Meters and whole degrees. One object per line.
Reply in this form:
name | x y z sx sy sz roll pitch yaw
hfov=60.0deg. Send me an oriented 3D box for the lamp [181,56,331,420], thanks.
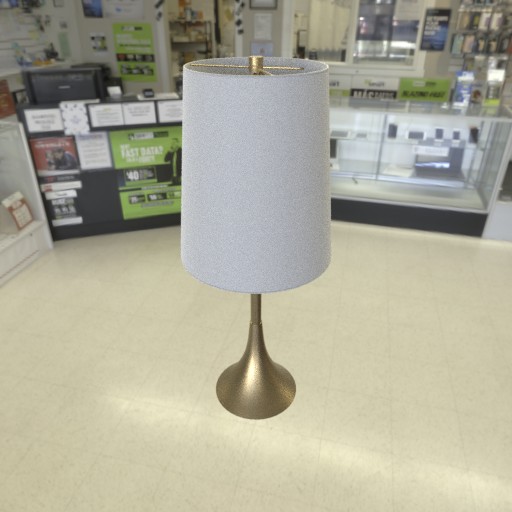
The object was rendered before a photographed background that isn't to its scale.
lamp | 0.000 0.000 0.690 0.231 0.569 0.231 0 30 0
